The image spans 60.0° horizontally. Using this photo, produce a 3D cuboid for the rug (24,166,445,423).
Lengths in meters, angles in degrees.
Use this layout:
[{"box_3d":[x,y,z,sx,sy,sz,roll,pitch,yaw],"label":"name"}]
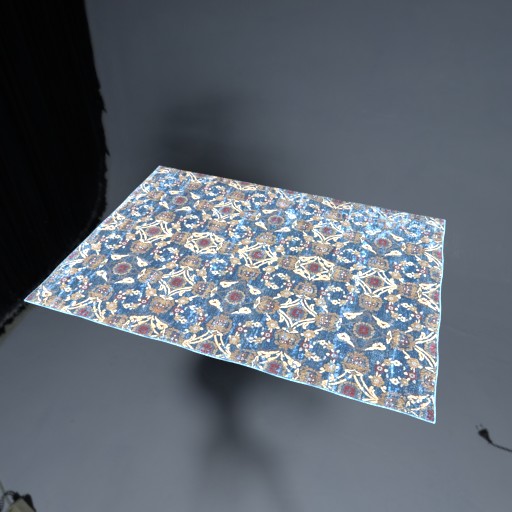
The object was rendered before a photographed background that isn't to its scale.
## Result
[{"box_3d":[0.000,0.000,2.763,2.207,0.014,1.567,13,43,14],"label":"rug"}]
